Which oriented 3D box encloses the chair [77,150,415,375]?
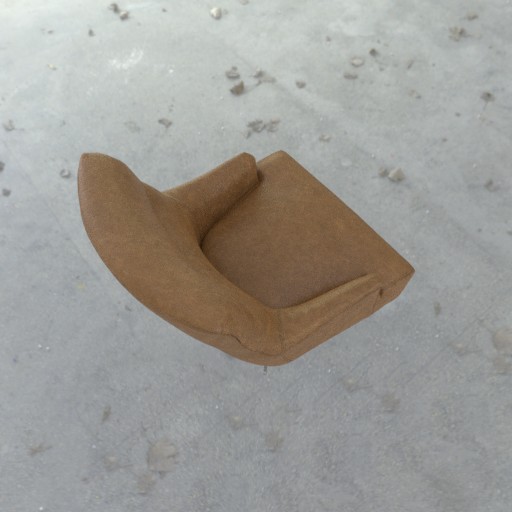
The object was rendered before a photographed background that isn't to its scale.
[{"bbox_3d":[0.000,0.000,1.486,0.874,0.869,0.729,-33,64,-19],"label":"chair"}]
